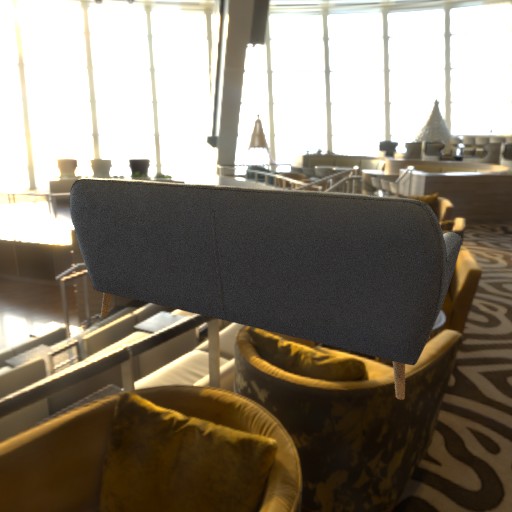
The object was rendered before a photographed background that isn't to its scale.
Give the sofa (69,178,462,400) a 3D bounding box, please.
[{"bbox_3d":[0.000,0.000,2.413,1.975,0.832,0.841,8,17,28],"label":"sofa"}]
